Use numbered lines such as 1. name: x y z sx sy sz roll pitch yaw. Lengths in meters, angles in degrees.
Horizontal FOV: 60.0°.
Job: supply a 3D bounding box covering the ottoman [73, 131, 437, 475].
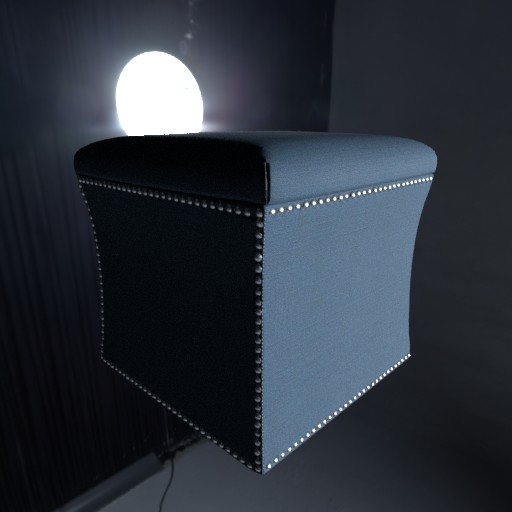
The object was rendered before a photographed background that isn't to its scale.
1. ottoman: 0.000 0.000 0.877 0.507 0.475 0.497 16 23 42
